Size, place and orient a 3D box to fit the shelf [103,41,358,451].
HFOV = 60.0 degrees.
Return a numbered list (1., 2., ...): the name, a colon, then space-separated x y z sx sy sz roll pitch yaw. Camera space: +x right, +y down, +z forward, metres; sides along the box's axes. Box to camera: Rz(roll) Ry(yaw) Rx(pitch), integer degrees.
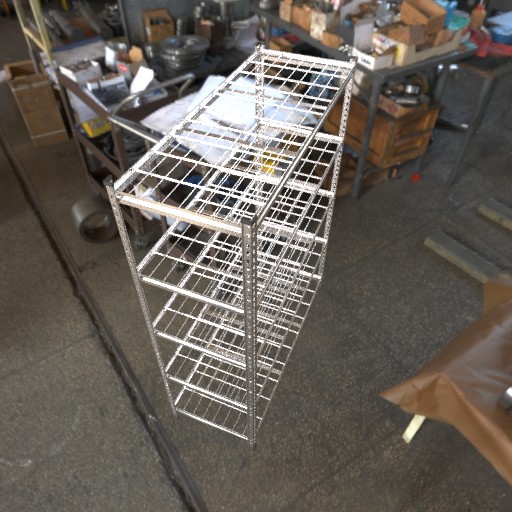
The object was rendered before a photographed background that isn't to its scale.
1. shelf: 0.000 0.000 2.766 0.610 1.981 1.524 17 48 16
